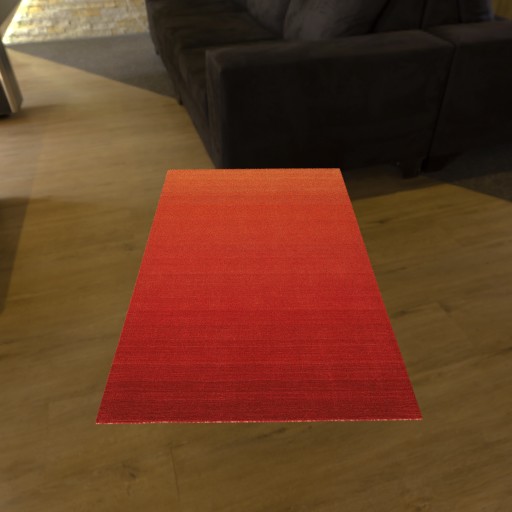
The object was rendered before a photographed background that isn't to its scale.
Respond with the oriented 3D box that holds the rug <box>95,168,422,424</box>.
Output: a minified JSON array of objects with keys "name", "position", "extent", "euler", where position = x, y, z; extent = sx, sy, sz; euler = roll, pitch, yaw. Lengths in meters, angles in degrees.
[{"name":"rug","position":[0.000,0.000,3.009],"extent":[1.531,0.010,2.442],"euler":[-1,39,-1]}]
